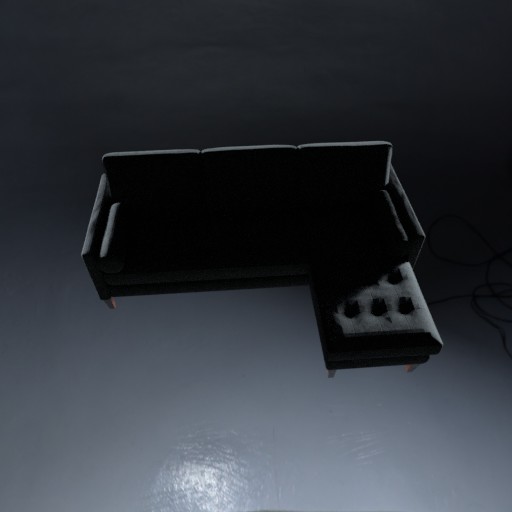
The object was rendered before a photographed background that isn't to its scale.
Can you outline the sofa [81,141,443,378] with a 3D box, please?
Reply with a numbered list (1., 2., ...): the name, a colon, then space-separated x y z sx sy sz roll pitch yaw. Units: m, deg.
1. sofa: 0.000 0.000 2.937 2.178 0.876 1.506 -3 47 -3
